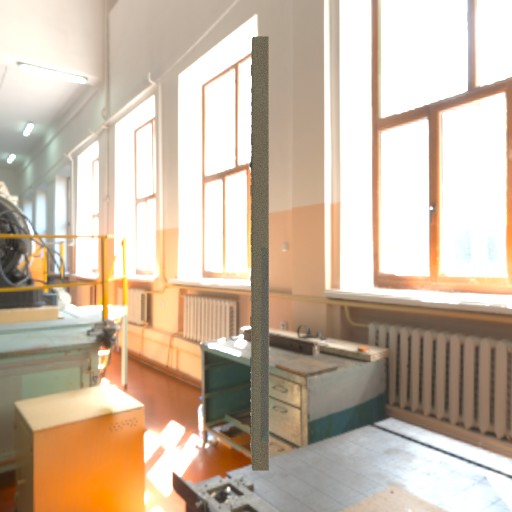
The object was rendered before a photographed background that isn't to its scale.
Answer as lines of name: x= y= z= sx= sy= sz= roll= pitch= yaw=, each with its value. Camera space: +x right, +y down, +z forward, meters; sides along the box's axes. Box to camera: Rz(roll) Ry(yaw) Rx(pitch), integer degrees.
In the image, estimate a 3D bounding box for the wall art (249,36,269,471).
wall art: x=0.000 y=0.000 z=1.539 sx=0.042 sy=0.912 sz=1.219 roll=0 pitch=-1 yaw=-1
